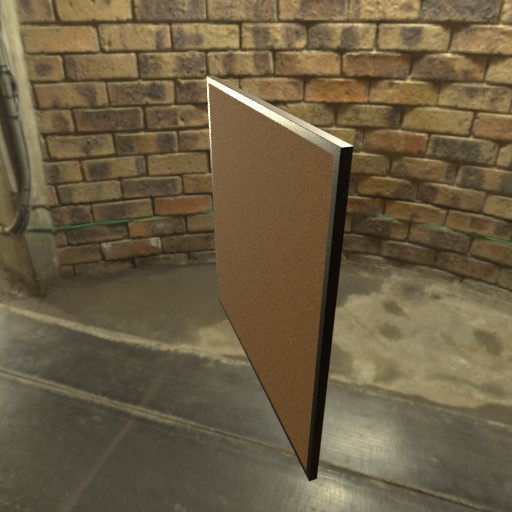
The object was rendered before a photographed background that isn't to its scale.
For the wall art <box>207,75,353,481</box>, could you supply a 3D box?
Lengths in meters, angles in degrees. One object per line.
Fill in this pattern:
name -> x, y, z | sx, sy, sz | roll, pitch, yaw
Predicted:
wall art -> 0.000, 0.000, 0.677 | 0.012, 0.458, 0.457 | -10, 31, -17
